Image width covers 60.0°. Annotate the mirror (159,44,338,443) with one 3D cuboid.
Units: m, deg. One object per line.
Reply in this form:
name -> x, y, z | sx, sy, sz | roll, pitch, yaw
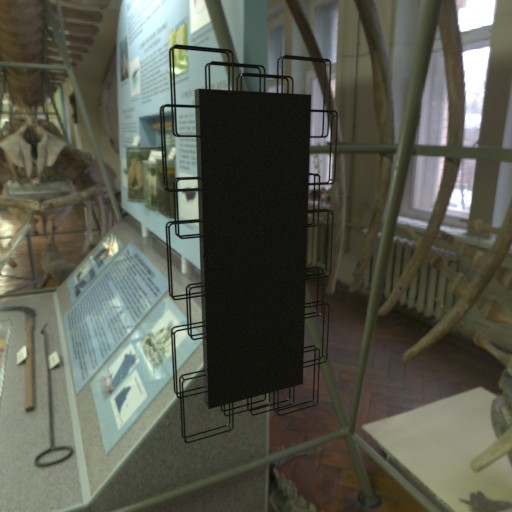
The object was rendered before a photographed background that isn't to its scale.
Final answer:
mirror -> 0.000, 0.000, 1.409 | 0.565, 1.192, 0.037 | -7, 16, -25
